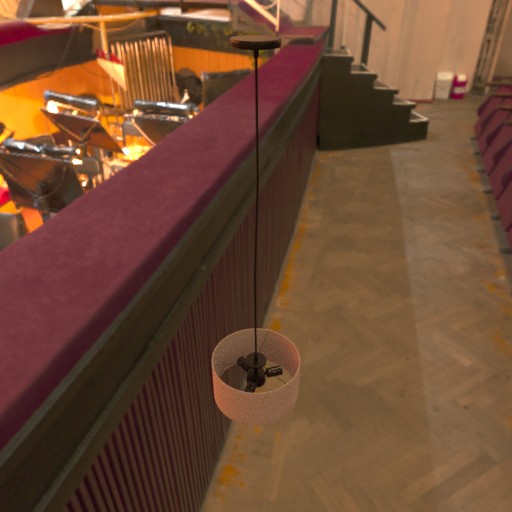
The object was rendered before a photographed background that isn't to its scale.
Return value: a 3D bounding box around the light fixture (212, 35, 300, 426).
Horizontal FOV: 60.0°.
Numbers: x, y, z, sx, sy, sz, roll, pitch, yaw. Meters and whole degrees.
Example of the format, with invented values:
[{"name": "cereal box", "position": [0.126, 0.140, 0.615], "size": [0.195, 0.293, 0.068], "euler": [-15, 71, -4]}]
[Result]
[{"name": "light fixture", "position": [0.000, 0.000, 1.708], "size": [0.399, 1.516, 0.399], "euler": [0, 32, 0]}]
